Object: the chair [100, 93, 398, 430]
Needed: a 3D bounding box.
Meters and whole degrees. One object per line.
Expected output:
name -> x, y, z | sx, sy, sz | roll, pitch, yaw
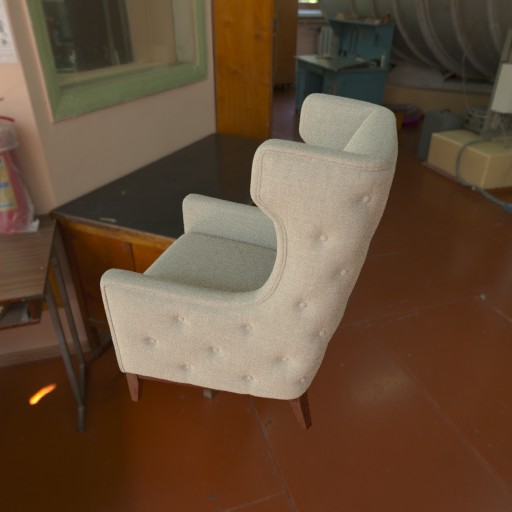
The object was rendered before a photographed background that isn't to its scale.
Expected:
chair -> 0.000, 0.000, 1.680 | 0.899, 1.079, 0.778 | 8, 31, 14
